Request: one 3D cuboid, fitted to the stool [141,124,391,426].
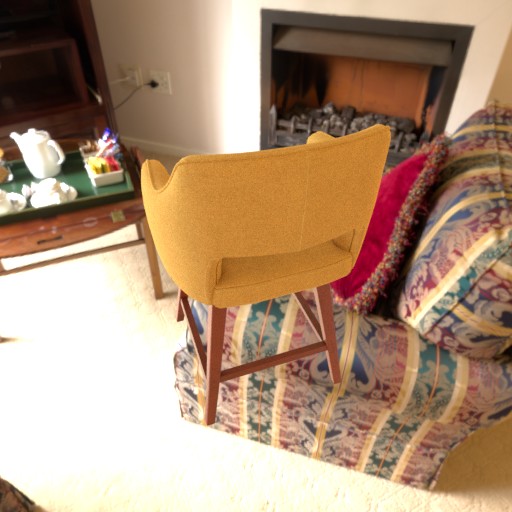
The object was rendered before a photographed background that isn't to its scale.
[{"bbox_3d":[0.000,0.000,1.267,0.548,0.924,0.558,-13,42,-15],"label":"stool"}]
